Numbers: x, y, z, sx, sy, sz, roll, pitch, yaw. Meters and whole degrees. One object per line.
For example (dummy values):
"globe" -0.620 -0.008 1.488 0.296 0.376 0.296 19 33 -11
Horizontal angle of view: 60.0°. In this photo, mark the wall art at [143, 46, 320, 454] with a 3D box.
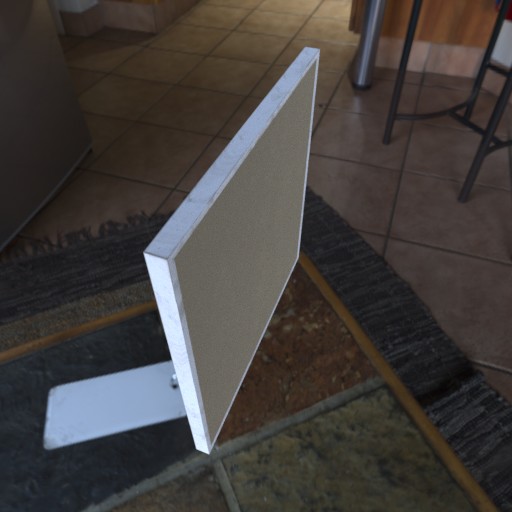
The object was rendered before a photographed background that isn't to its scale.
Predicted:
"wall art" 0.000 0.000 1.134 0.038 0.757 0.760 16 49 15
